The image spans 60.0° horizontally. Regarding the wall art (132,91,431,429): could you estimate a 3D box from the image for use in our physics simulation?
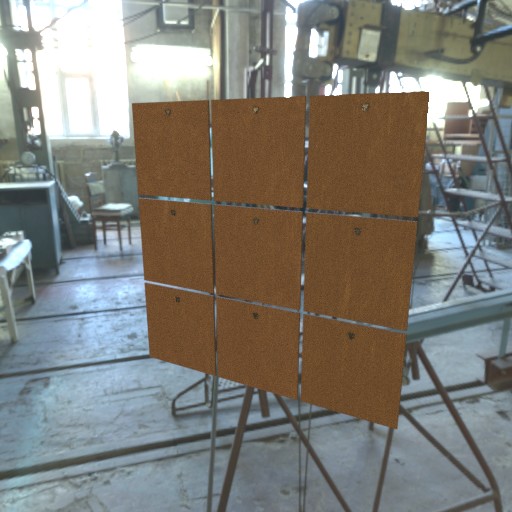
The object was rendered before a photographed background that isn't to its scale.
[{"bbox_3d":[0.000,0.000,2.261,1.526,1.522,0.023,8,17,27],"label":"wall art"}]
